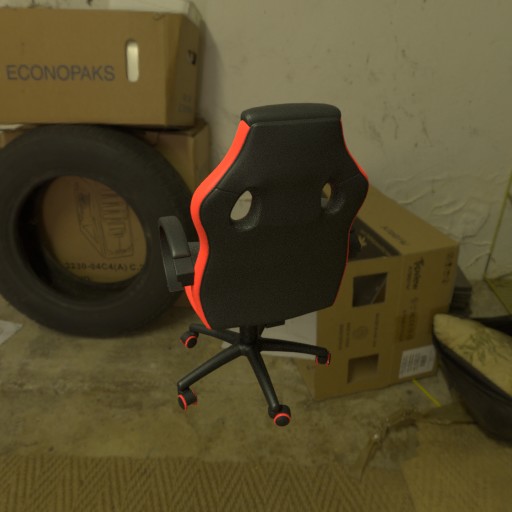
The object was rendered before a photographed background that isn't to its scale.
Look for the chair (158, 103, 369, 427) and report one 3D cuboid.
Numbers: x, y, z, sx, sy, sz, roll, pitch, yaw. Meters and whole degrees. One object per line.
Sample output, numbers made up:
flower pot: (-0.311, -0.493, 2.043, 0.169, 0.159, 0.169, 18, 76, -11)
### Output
chair: (0.000, 0.000, 1.423, 0.600, 1.016, 0.642, -9, 29, -17)
